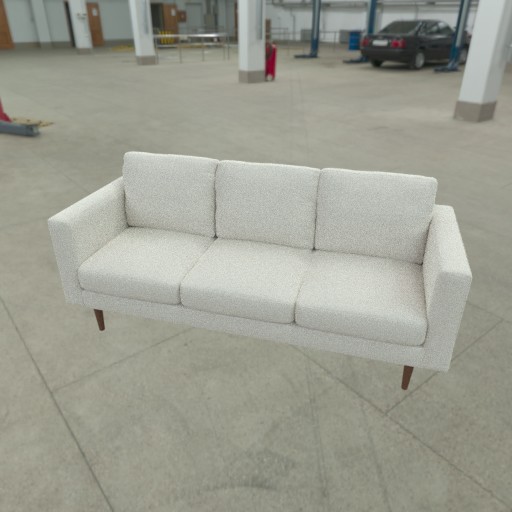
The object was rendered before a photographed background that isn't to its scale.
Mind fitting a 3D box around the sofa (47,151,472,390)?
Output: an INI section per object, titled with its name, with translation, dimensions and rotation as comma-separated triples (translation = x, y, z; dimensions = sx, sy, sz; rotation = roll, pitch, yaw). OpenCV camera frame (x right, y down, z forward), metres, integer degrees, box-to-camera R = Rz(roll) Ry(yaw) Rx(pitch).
[sofa]
translation = 0.000, 0.000, 2.442
dimensions = 2.029, 0.912, 0.802
rotation = 8, 29, 14
